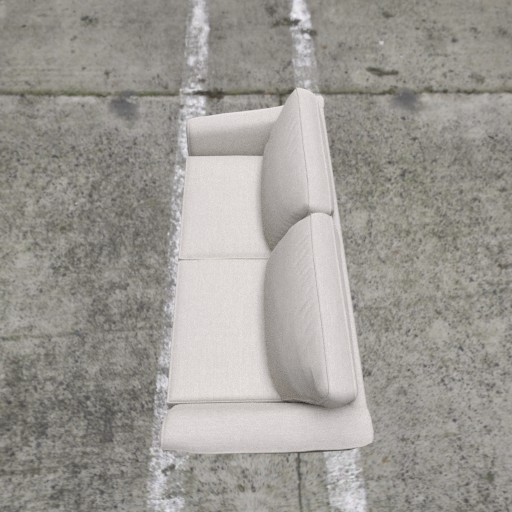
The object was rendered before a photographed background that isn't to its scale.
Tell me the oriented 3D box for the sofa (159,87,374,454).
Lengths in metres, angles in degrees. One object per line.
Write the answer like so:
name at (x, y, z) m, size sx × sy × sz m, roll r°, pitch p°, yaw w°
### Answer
sofa at (0.000, 0.000, 2.709) m, size 0.980 × 0.965 × 2.270 m, roll -1°, pitch 59°, yaw -1°
